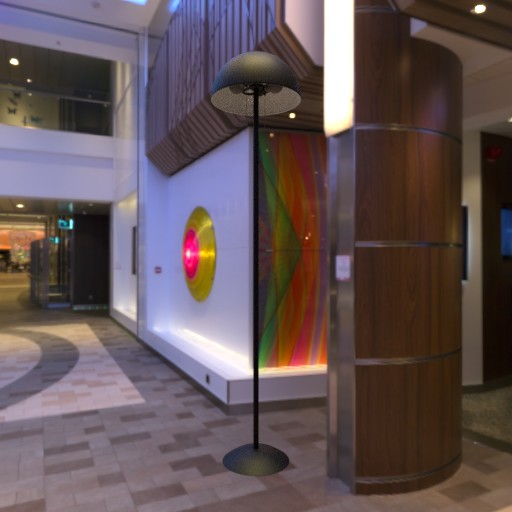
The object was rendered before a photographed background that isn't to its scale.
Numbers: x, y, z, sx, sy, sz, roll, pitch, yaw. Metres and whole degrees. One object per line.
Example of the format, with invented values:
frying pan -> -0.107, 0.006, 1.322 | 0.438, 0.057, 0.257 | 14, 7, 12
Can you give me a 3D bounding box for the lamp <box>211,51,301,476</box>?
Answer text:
lamp -> 0.000, 0.000, 1.614 | 0.328, 1.480, 0.328 | 0, 0, 18
